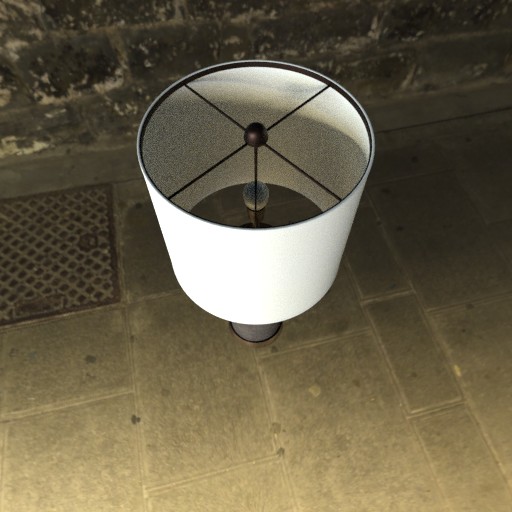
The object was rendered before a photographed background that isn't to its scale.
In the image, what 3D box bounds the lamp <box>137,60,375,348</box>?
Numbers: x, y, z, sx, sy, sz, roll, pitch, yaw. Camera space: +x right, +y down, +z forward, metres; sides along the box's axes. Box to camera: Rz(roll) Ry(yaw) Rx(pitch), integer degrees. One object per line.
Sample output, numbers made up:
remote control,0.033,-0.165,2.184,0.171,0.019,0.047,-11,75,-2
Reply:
lamp,0.000,0.000,0.822,0.301,0.630,0.301,1,59,0
